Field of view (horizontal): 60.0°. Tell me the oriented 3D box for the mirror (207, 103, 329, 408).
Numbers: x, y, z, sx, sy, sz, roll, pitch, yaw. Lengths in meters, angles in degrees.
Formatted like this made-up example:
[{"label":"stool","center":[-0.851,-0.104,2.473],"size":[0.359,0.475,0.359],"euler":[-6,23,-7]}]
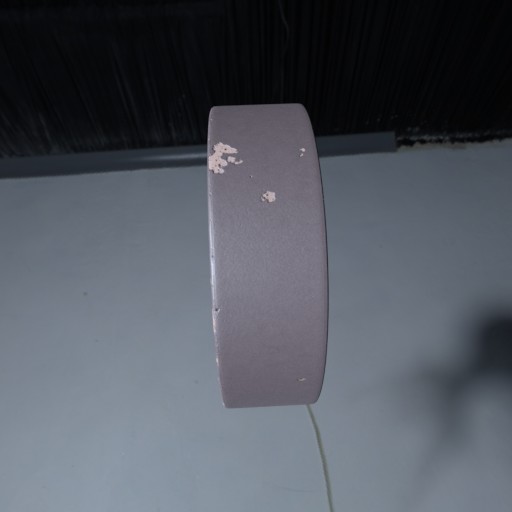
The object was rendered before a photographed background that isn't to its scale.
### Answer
[{"label":"mirror","center":[0.000,0.000,0.598],"size":[0.126,0.386,0.386],"euler":[-2,60,-1]}]
